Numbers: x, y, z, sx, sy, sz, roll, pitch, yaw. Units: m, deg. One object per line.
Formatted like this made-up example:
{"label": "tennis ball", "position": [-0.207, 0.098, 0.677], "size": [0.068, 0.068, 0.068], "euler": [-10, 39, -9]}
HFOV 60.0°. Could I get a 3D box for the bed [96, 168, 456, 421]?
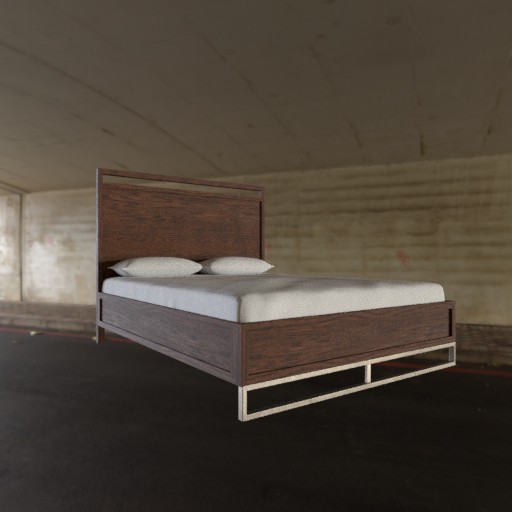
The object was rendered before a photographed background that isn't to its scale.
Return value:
{"label": "bed", "position": [0.000, 0.000, 3.401], "size": [1.765, 1.487, 2.218], "euler": [0, 0, -36]}
